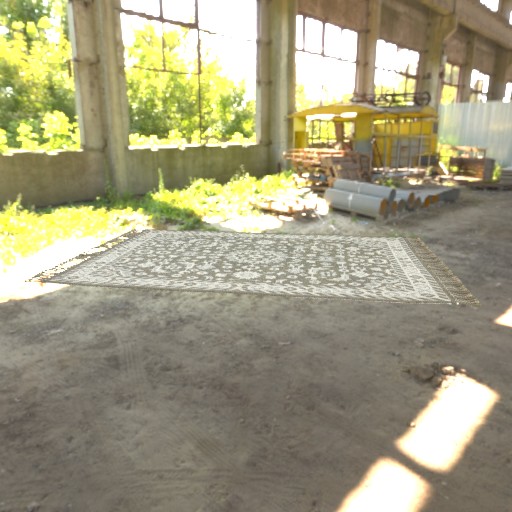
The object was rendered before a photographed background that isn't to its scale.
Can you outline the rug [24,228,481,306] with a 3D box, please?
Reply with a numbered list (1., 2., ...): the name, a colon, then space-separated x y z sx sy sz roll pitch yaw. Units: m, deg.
1. rug: 0.000 0.000 3.023 2.431 0.025 1.530 2 15 8
